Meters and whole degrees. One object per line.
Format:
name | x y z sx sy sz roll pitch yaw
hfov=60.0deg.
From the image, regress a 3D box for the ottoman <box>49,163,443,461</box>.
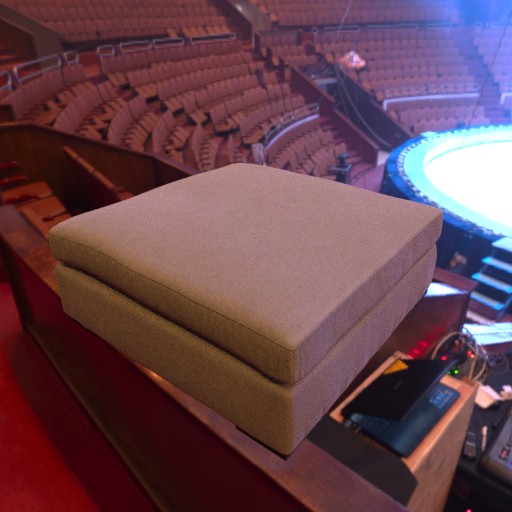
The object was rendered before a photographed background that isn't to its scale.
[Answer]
ottoman | 0.000 0.000 1.847 1.171 0.517 1.203 20 34 33
